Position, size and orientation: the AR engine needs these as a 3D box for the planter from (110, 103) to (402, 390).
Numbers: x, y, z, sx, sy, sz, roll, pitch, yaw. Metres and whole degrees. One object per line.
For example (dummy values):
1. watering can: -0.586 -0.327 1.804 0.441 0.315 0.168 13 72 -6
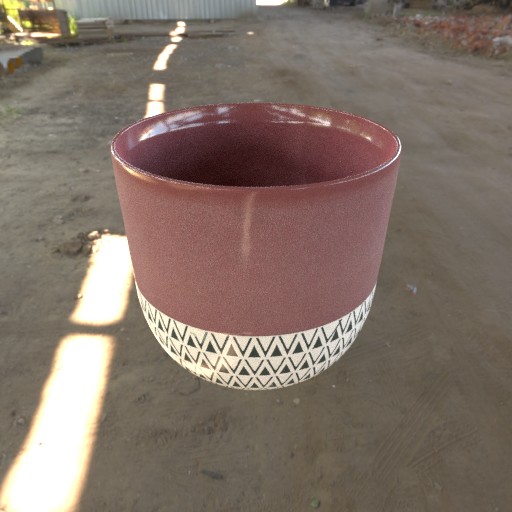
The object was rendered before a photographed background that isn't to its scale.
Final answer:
1. planter: 0.000 0.000 0.488 0.266 0.270 0.266 0 31 0
